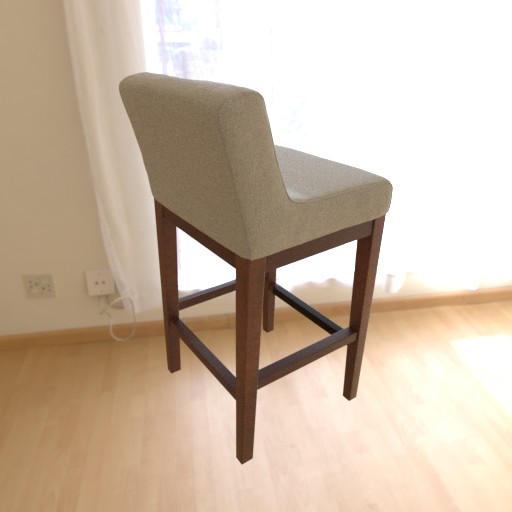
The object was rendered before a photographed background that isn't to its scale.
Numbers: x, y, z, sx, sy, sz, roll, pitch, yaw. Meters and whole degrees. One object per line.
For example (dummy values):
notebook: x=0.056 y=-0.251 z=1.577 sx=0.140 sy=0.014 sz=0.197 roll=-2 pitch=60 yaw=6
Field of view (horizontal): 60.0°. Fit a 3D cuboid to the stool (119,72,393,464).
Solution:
stool: x=0.000 y=0.000 z=1.230 sx=0.500 sy=0.937 sz=0.511 roll=-17 pitch=31 yaw=-31
